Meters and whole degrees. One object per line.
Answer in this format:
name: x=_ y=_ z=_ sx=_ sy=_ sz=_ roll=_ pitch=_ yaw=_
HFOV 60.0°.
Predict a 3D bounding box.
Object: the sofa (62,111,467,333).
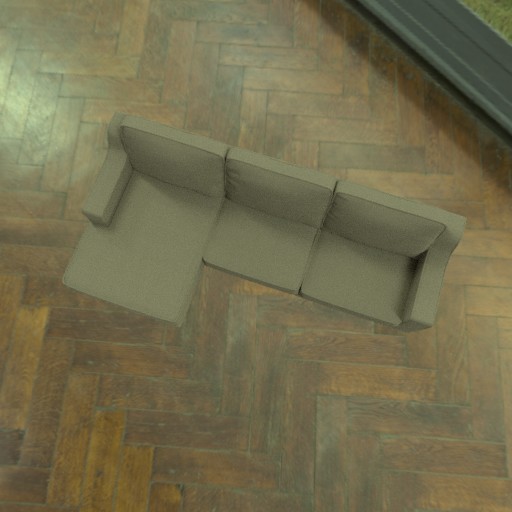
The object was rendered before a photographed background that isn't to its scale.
sofa: x=0.000 y=0.000 z=3.188 sx=2.561 sy=0.928 sz=1.294 roll=18 pitch=76 yaw=5
